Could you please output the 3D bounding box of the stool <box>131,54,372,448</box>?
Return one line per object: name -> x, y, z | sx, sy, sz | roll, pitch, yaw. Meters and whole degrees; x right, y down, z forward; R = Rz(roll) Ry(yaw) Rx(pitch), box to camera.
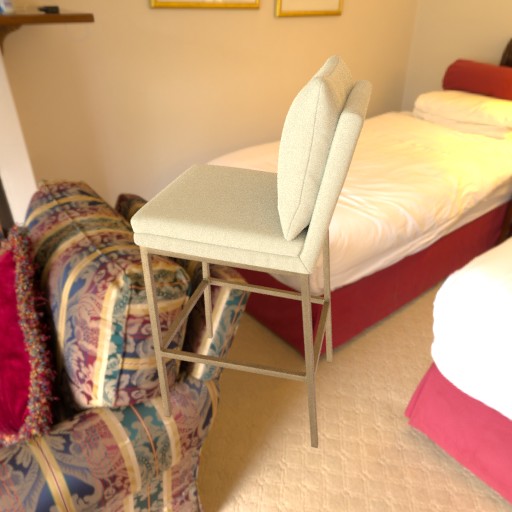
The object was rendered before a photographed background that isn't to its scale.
stool -> 0.000, 0.000, 1.390 | 0.572, 1.125, 0.463 | 8, 32, 13
